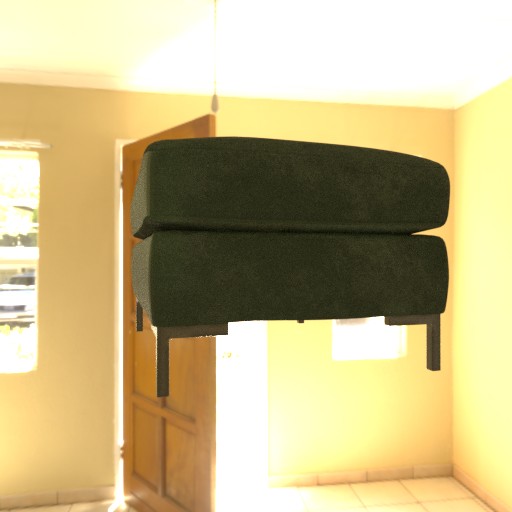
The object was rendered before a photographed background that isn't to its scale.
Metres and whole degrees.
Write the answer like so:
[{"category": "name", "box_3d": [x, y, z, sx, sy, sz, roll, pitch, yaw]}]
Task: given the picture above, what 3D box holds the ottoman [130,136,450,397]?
[{"category": "ottoman", "box_3d": [0.000, 0.000, 1.319, 0.701, 0.538, 0.839, 0, 0, -18]}]
